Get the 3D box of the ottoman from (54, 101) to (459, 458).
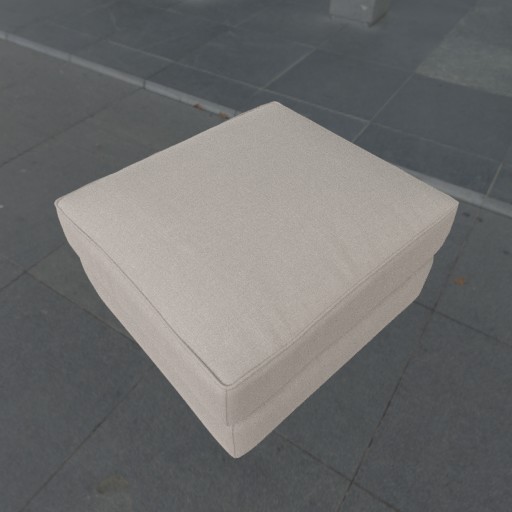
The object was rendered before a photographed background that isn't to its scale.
[{"bbox_3d":[0.000,0.000,1.138,0.716,0.505,0.662,-33,55,-27],"label":"ottoman"}]
